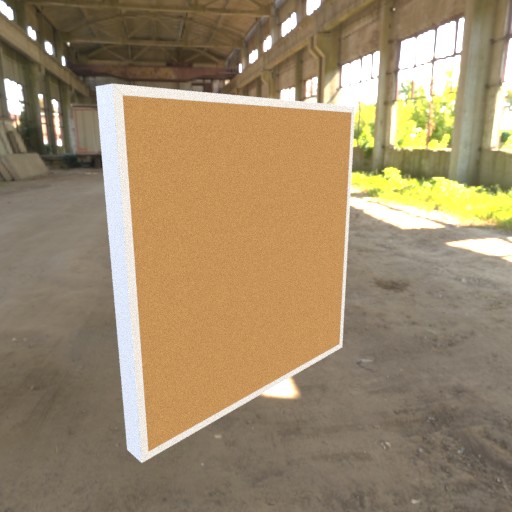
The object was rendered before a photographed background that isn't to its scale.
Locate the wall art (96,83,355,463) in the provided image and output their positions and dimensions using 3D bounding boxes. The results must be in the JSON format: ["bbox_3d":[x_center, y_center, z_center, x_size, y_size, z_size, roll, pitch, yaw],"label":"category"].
[{"bbox_3d":[0.000,0.000,0.454,0.024,0.304,0.304,14,20,42],"label":"wall art"}]
